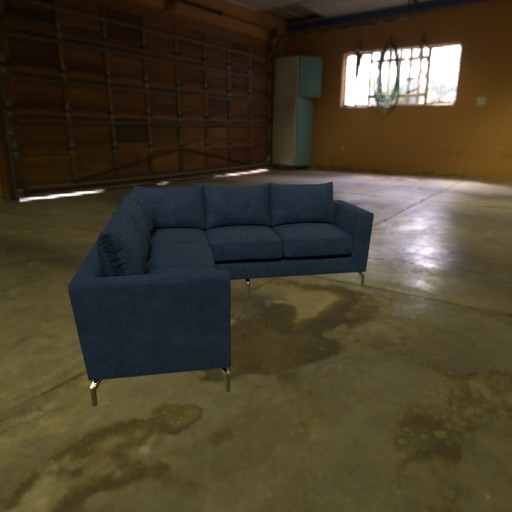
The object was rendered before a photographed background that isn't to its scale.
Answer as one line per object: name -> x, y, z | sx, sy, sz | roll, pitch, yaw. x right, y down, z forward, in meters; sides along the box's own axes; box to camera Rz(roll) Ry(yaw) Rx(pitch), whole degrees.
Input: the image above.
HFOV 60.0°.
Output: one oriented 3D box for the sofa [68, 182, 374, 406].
sofa -> 0.000, 0.000, 3.746 | 2.463, 0.988, 2.472 | -3, 16, -10
